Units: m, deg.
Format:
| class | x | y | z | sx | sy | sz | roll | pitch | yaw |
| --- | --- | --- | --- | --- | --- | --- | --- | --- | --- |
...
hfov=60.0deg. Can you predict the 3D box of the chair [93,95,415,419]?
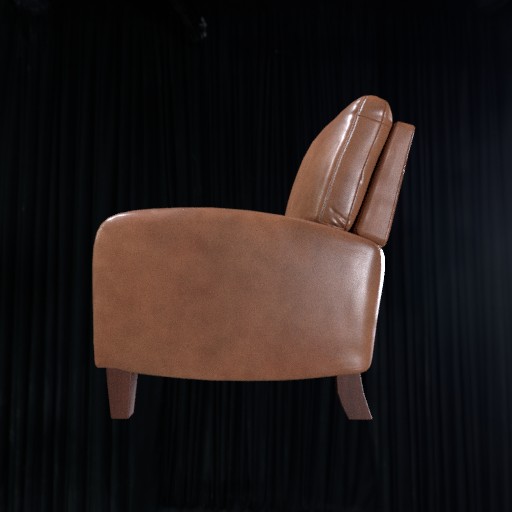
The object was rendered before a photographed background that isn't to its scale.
| class | x | y | z | sx | sy | sz | roll | pitch | yaw |
| --- | --- | --- | --- | --- | --- | --- | --- | --- | --- |
| chair | 0.000 | 0.000 | 1.659 | 0.990 | 0.990 | 0.762 | 0 | -1 | 0 |
